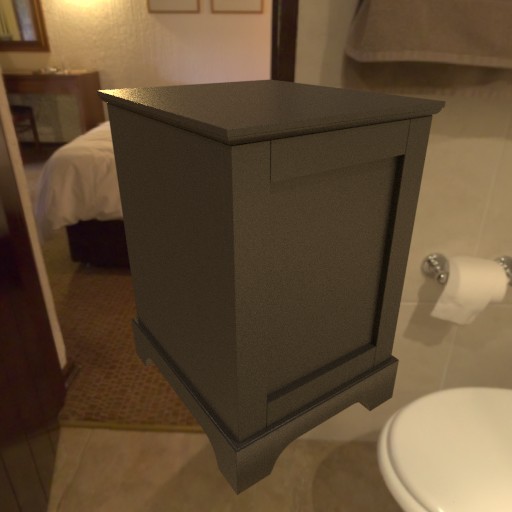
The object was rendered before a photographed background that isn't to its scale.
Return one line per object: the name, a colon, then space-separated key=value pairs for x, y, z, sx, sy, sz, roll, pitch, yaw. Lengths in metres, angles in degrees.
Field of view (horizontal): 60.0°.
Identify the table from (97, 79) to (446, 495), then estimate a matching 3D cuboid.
table: x=0.000 y=0.000 z=0.889 sx=0.399 sy=0.610 sz=0.460 roll=-17 pitch=31 yaw=-31
